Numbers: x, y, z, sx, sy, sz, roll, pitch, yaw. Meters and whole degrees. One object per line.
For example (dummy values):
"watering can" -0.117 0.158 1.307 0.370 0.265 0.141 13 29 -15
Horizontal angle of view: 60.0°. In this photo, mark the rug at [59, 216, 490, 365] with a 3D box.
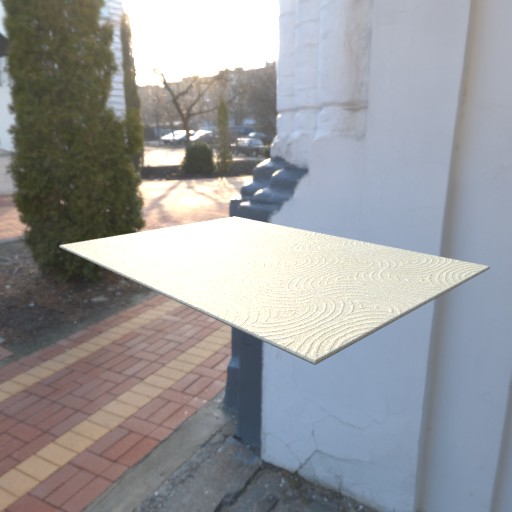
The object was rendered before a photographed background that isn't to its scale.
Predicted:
"rug" 0.000 0.000 2.669 1.526 0.015 2.132 -14 21 -42
